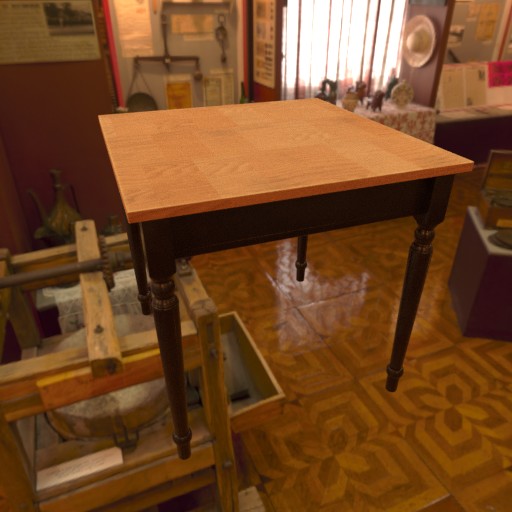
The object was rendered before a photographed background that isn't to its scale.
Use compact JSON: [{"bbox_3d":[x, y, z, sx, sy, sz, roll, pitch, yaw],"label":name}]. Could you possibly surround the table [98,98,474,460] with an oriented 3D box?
[{"bbox_3d":[0.000,0.000,1.350,0.747,0.738,0.747,-11,32,-18],"label":"table"}]
